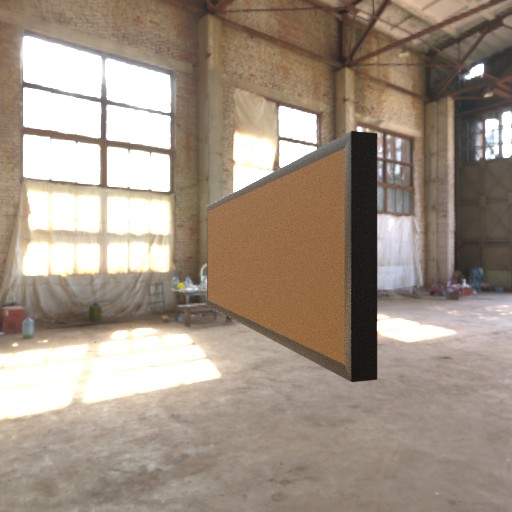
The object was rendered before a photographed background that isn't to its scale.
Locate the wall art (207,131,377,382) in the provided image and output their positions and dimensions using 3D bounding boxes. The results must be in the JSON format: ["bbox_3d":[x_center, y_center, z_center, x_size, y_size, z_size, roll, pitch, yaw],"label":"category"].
[{"bbox_3d":[0.000,0.000,0.949,0.037,0.303,0.860,0,0,-18],"label":"wall art"}]
